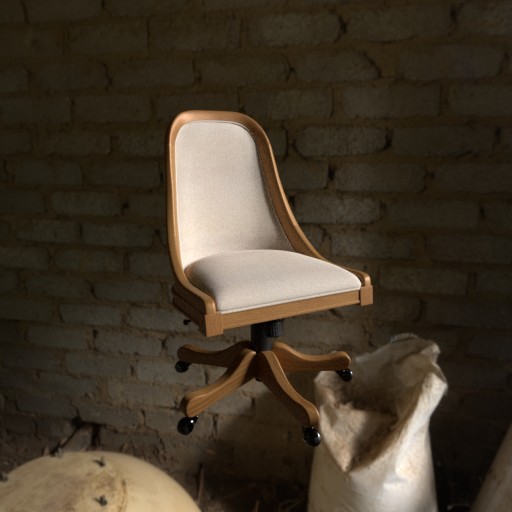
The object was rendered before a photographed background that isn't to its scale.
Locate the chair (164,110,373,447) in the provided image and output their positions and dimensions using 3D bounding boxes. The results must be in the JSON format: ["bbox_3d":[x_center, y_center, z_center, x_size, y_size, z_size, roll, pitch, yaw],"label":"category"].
[{"bbox_3d":[0.000,0.000,1.546,0.702,1.009,0.811,-7,16,-26],"label":"chair"}]
